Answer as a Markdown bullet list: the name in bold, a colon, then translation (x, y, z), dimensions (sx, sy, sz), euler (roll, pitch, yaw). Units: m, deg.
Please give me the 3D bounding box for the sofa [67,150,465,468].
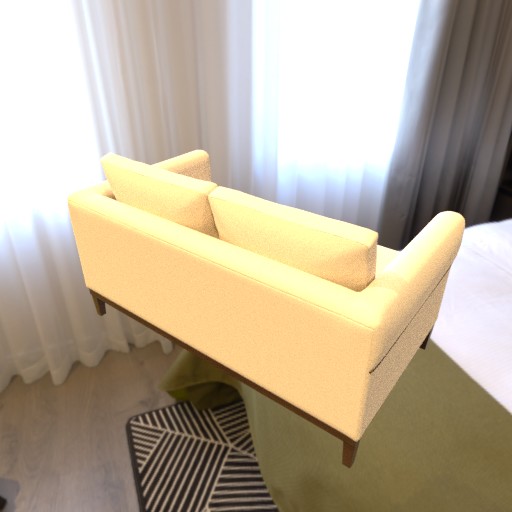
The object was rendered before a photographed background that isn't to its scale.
- **sofa**: translation (0.000, 0.000, 2.097), dimensions (1.598, 0.873, 0.905), euler (21, 36, 32)
